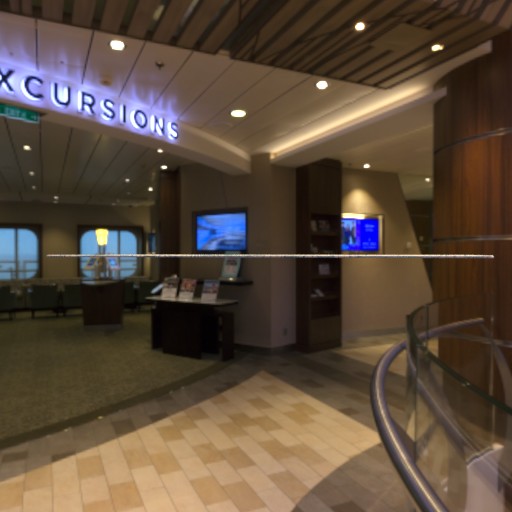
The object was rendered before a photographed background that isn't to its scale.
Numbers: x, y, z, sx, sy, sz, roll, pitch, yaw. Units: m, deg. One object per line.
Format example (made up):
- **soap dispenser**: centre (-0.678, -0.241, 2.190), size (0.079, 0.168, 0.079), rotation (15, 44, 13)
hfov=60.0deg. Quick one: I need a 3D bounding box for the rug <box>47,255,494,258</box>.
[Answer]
- **rug**: centre (0.000, 0.000, 2.691), size (2.452, 0.012, 0.775), rotation (0, 0, 18)
